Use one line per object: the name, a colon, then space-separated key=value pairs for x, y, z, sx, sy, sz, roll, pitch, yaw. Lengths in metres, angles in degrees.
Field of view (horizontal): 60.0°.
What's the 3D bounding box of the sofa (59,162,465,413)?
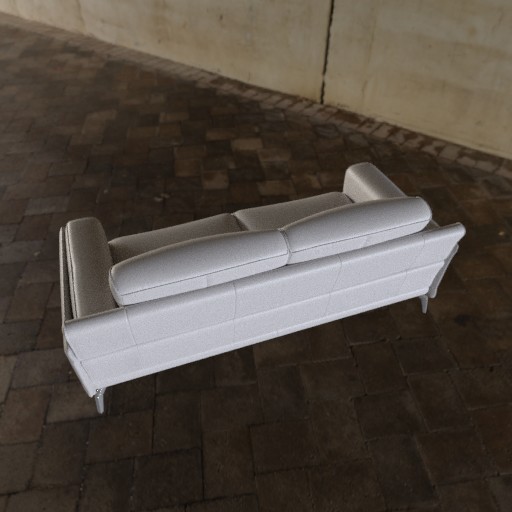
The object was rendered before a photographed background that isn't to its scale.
sofa: x=0.000 y=0.000 z=2.556 sx=2.101 sy=0.930 sz=1.049 roll=-14 pitch=43 yaw=-15
